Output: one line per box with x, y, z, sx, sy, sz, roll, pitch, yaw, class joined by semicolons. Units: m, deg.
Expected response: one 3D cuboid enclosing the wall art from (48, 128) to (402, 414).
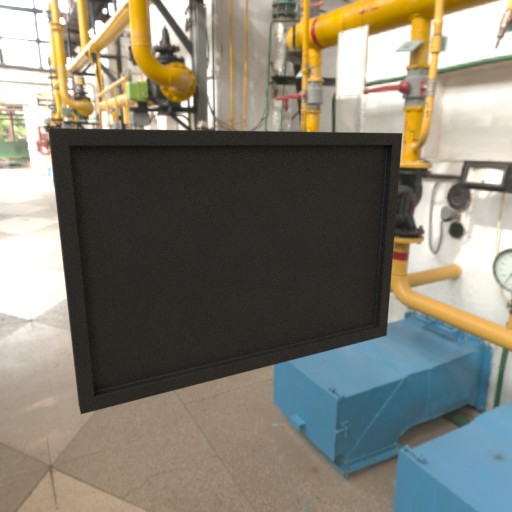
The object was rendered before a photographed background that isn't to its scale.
0.000;0.000;0.556;0.443;0.301;0.021;-7;16;-27;wall art
